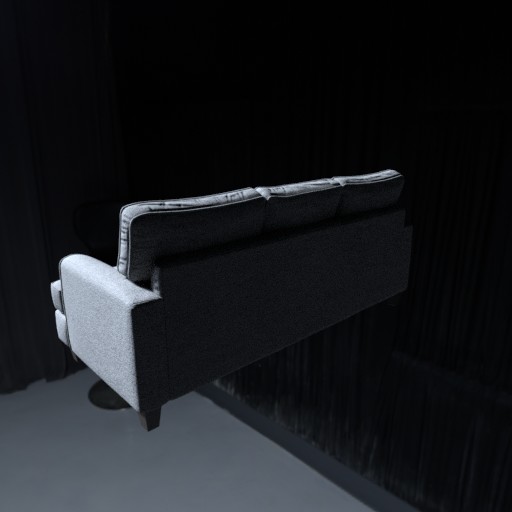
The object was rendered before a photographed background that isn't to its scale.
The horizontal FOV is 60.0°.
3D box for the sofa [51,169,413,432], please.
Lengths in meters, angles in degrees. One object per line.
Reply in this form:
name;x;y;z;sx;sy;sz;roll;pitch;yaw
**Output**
sofa;0.000;0.000;2.719;2.158;0.965;0.951;-15;22;-41
